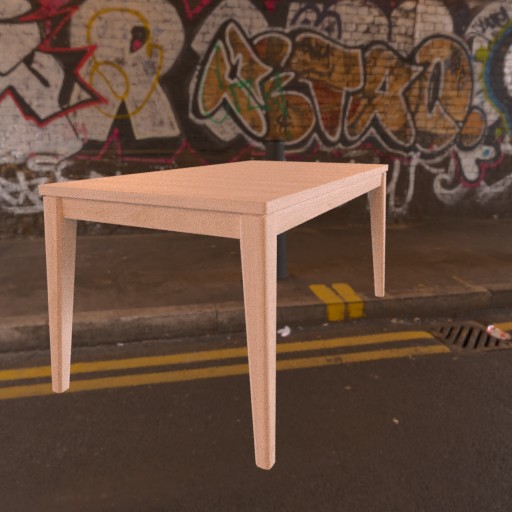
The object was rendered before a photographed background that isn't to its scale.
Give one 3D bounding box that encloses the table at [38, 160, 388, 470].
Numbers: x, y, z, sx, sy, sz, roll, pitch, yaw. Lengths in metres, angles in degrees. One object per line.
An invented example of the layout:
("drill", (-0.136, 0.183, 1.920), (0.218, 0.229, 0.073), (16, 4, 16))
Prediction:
("table", (0.000, 0.000, 2.041), (0.900, 0.760, 1.600), (8, 17, 26))
